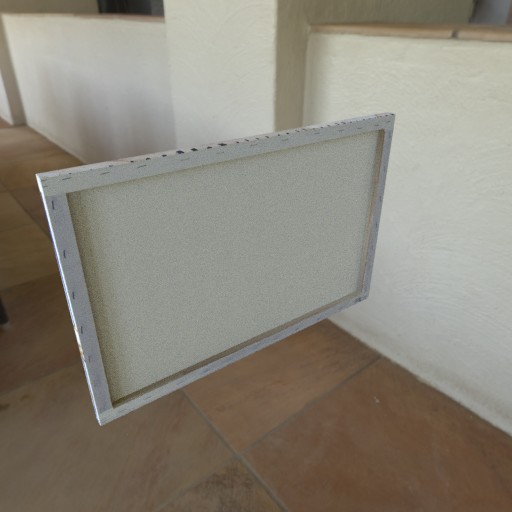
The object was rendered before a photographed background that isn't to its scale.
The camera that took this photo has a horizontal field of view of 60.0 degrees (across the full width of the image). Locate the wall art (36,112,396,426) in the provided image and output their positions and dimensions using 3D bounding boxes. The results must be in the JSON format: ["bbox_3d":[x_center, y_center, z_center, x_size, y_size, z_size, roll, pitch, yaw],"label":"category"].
[{"bbox_3d":[0.000,0.000,1.418,1.143,0.757,0.038,-19,34,-30],"label":"wall art"}]
